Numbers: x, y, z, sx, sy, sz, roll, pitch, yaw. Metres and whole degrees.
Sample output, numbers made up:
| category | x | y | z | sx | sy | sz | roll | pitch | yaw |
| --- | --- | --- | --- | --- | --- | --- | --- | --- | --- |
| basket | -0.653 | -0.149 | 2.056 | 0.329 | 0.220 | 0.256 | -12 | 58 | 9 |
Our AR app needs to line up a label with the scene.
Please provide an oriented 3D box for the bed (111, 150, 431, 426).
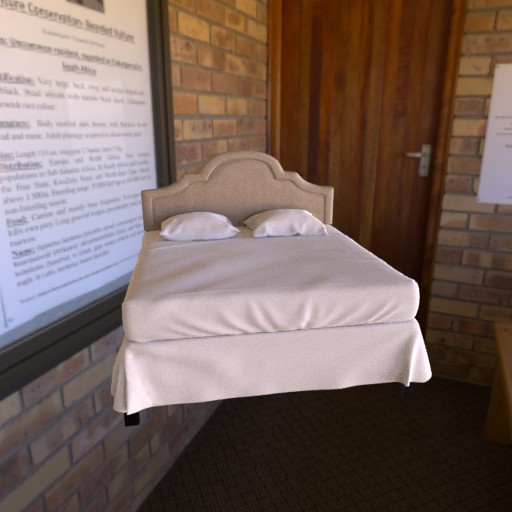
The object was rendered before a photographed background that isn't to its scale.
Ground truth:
| category | x | y | z | sx | sy | sz | roll | pitch | yaw |
| --- | --- | --- | --- | --- | --- | --- | --- | --- | --- |
| bed | 0.000 | 0.000 | 3.758 | 2.303 | 1.631 | 2.222 | -3 | 17 | -9 |
